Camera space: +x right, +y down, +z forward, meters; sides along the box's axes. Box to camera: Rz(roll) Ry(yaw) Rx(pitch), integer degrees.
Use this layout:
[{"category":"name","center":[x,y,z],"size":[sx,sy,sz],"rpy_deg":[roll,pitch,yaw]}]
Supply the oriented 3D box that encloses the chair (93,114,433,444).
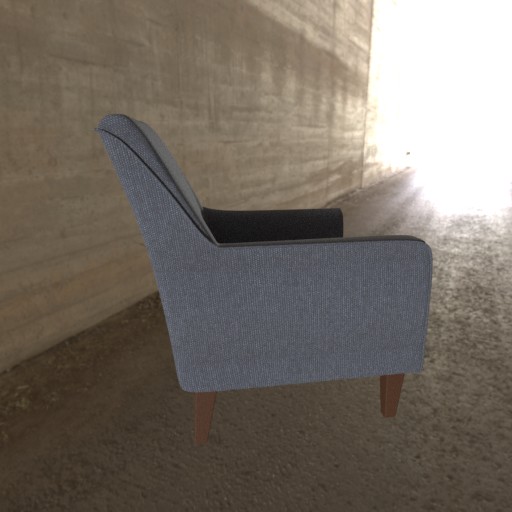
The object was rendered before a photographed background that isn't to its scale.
[{"category":"chair","center":[0.000,0.000,1.562],"size":[0.899,0.919,0.780],"rpy_deg":[-3,15,-10]}]
